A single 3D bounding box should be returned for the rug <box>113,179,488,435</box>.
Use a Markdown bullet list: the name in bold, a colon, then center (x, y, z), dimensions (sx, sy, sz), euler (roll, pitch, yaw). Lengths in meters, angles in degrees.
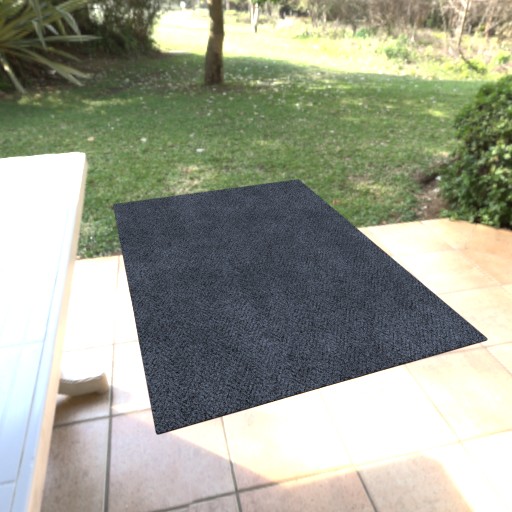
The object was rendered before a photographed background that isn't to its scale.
- **rug**: center (0.000, 0.000, 2.820), dimensions (1.600, 0.008, 2.235), euler (-10, 33, -17)
